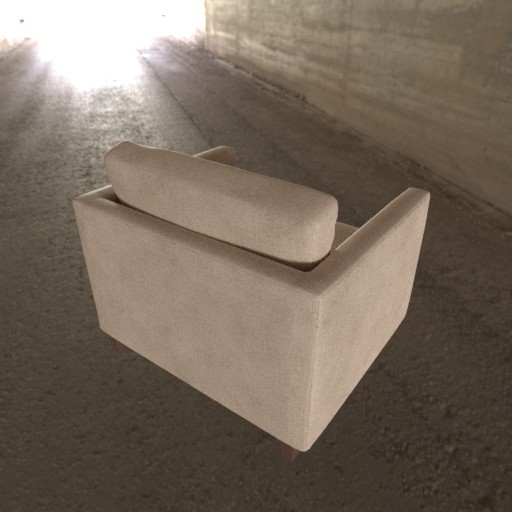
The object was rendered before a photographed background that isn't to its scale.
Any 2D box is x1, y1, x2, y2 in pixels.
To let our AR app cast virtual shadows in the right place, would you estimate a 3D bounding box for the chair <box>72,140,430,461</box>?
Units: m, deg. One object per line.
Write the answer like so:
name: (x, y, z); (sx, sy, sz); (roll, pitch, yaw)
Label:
chair: (0.000, 0.000, 1.893); (1.133, 0.961, 0.959); (20, 36, 31)
